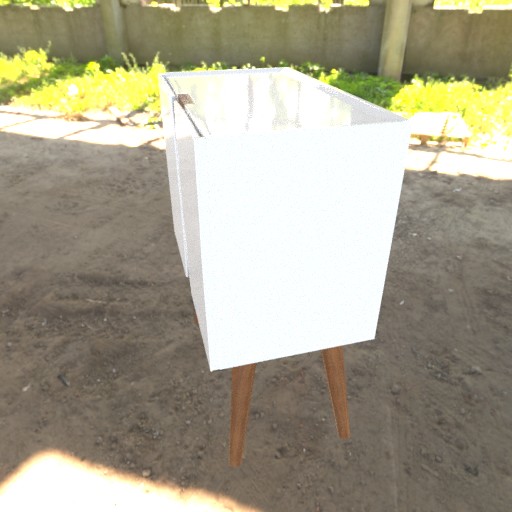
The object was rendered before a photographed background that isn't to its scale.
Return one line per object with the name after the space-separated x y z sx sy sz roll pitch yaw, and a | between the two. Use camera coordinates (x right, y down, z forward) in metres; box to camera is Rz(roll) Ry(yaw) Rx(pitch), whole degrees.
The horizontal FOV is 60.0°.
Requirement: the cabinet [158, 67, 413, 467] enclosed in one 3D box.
0.000 0.000 1.089 0.344 0.772 0.591 -8 32 -13 | cabinet
